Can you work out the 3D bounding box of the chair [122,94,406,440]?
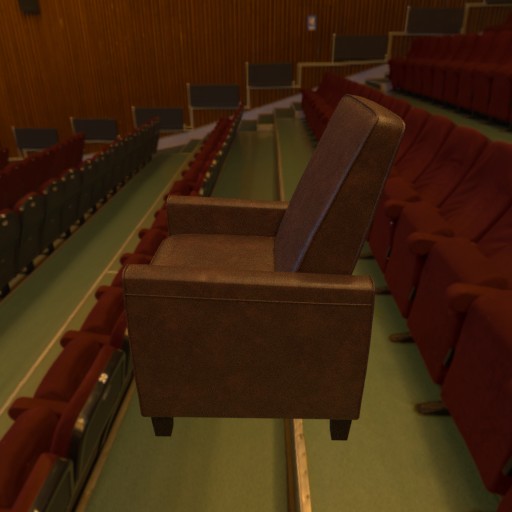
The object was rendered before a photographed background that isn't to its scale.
[{"bbox_3d":[0.000,0.000,1.517,0.746,1.013,0.705,0,26,1],"label":"chair"}]
